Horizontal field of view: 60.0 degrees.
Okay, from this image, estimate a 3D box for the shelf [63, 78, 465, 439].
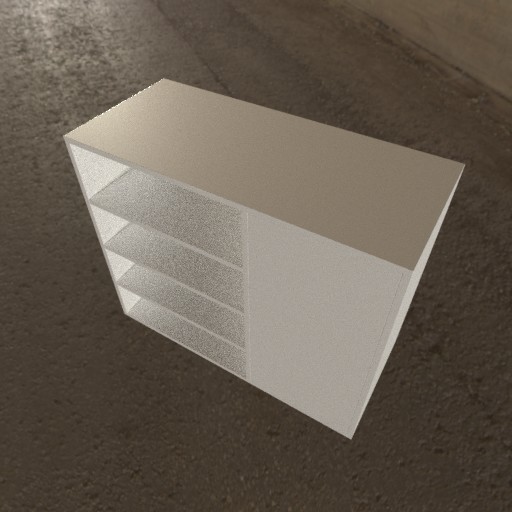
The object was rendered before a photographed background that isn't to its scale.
[{"bbox_3d":[0.000,0.000,1.331,0.895,0.732,0.396,23,50,21],"label":"shelf"}]
